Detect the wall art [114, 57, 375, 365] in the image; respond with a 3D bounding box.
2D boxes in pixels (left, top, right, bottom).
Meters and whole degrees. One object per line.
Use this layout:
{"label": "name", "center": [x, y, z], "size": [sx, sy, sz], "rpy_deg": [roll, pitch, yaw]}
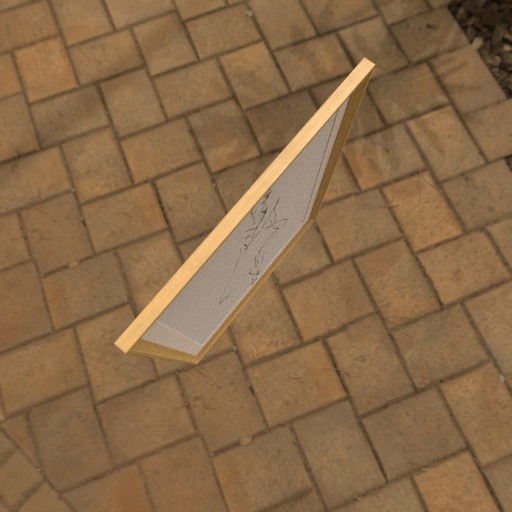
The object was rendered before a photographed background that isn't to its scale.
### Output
{"label": "wall art", "center": [0.000, 0.000, 1.379], "size": [0.030, 1.002, 0.798], "rpy_deg": [38, 78, 9]}
